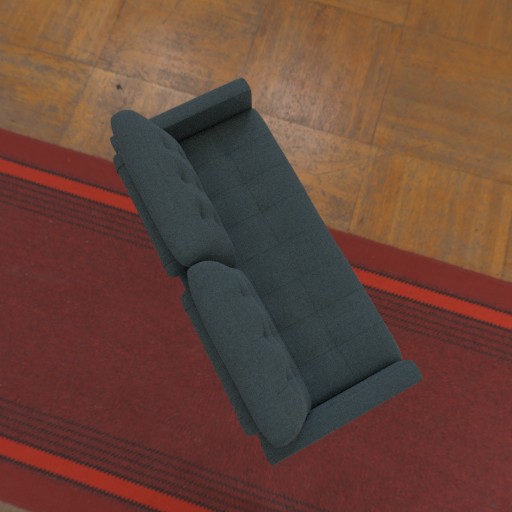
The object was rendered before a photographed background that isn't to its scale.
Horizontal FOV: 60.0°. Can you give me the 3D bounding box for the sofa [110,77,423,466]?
[{"bbox_3d":[0.000,0.000,2.552,0.966,1.050,2.010,-27,77,-7],"label":"sofa"}]
